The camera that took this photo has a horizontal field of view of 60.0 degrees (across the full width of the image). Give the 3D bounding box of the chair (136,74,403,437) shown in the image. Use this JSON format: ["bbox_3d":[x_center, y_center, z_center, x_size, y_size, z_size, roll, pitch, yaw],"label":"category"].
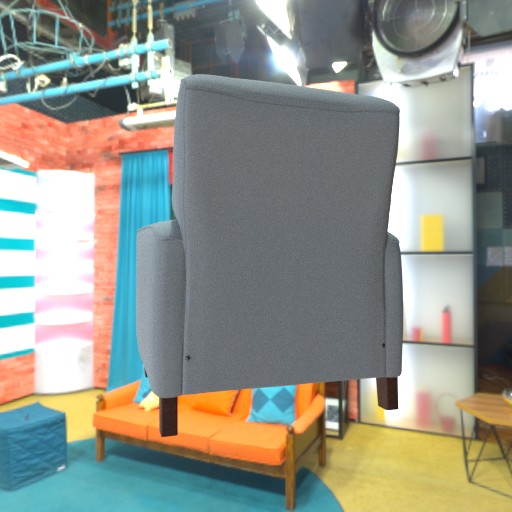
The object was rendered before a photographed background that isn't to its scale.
[{"bbox_3d":[0.000,0.000,1.652,0.853,1.007,0.846,0,-1,-18],"label":"chair"}]
